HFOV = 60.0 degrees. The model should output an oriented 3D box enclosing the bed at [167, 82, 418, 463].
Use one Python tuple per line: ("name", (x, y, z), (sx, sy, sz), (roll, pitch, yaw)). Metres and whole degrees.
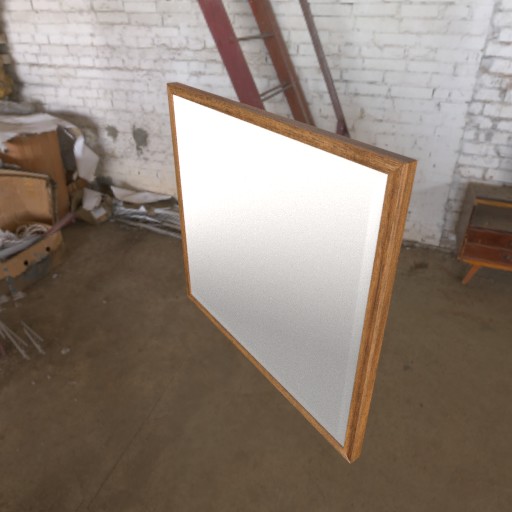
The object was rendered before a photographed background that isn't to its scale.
("bed", (0.000, 0.000, 1.468), (0.043, 0.940, 1.041), (-20, 37, -30))
